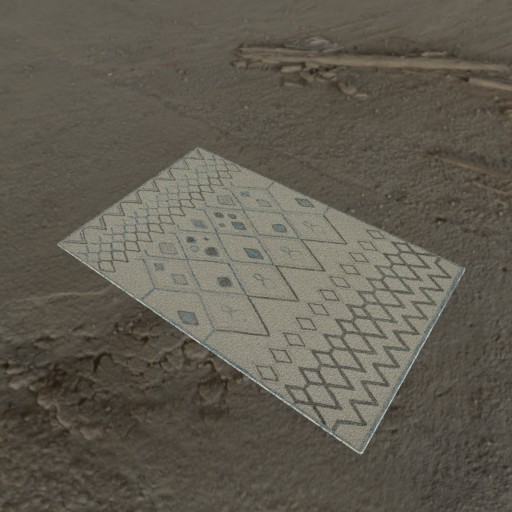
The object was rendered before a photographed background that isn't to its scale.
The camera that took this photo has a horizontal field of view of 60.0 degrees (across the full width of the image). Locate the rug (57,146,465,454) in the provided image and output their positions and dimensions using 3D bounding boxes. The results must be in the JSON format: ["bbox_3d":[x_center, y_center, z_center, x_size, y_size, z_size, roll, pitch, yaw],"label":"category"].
[{"bbox_3d":[0.000,0.000,3.105,2.439,0.015,1.524,29,54,24],"label":"rug"}]
